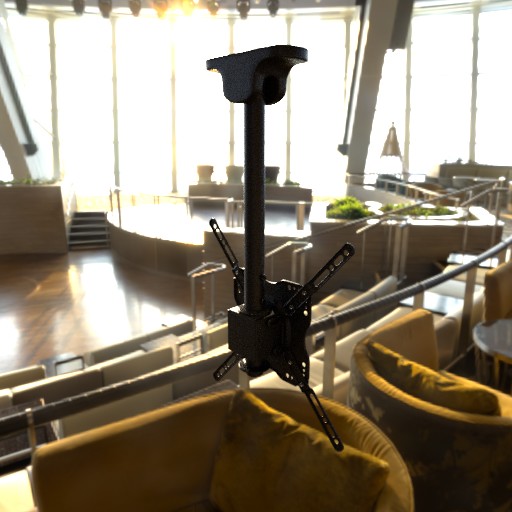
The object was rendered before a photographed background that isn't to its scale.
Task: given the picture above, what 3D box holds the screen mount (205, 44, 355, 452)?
[{"bbox_3d":[0.000,0.000,0.870,0.090,0.729,0.393,-13,19,-43],"label":"screen mount"}]
